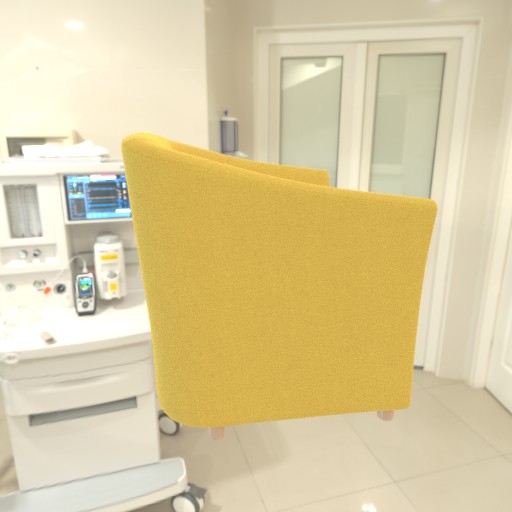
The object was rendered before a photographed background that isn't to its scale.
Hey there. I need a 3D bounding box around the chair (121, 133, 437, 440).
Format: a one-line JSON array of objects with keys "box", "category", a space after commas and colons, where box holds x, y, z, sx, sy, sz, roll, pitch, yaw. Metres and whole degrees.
[{"box": [0.000, 0.000, 1.344, 0.700, 0.720, 0.790, -3, 16, -9], "category": "chair"}]
